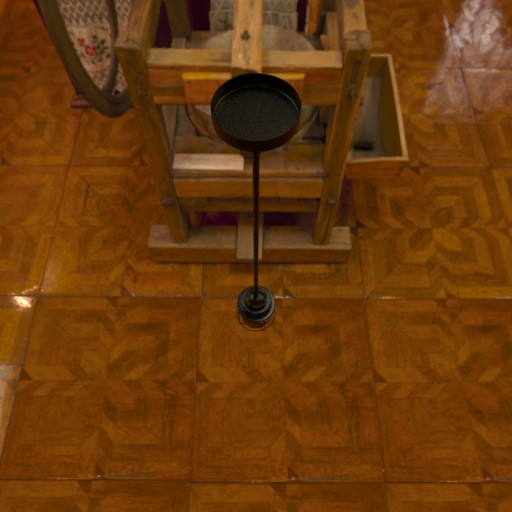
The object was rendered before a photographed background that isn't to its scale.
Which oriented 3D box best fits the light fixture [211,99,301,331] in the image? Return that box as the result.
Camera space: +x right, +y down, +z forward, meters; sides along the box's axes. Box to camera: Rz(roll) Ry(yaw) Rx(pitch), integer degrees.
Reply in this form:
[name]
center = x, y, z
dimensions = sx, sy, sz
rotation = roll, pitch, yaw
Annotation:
[light fixture]
center = 0.000, 0.000, 1.012
dimensions = 0.123, 0.920, 0.123
rotation = 2, 64, 1
